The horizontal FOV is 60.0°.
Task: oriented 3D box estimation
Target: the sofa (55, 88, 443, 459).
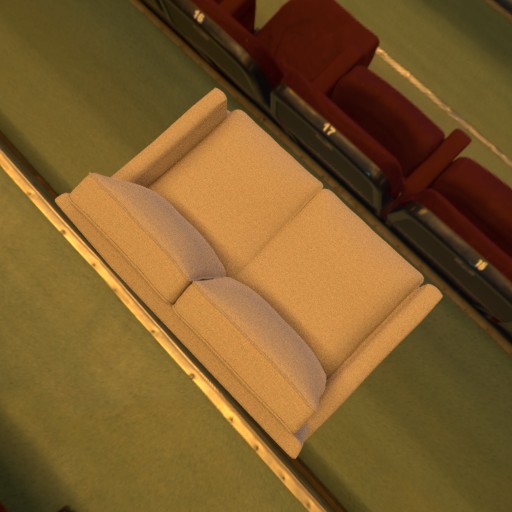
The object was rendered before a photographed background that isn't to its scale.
[{"bbox_3d":[0.000,0.000,2.273,1.084,1.003,1.597,-43,80,-10],"label":"sofa"}]
